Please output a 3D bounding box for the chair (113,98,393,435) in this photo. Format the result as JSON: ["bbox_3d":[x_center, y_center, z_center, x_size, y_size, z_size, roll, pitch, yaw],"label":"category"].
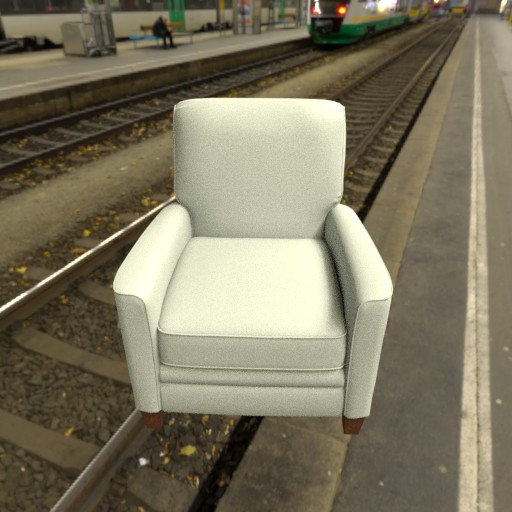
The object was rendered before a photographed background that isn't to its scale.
[{"bbox_3d":[0.000,0.000,1.659,0.853,1.007,0.846,1,30,2],"label":"chair"}]
